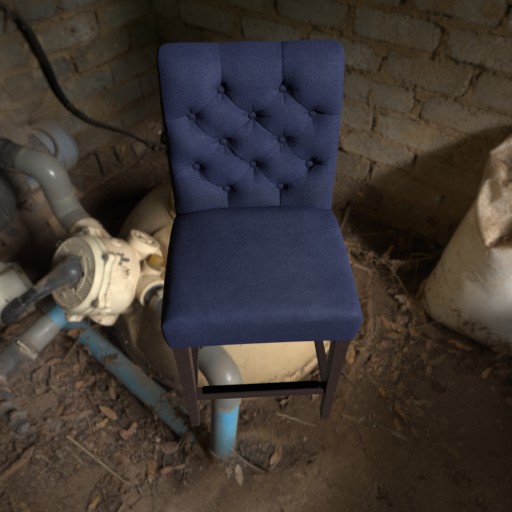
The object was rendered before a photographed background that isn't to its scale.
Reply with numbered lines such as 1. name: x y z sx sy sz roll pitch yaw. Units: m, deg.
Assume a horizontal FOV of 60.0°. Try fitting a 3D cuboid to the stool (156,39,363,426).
1. stool: 0.000 0.000 1.290 0.493 1.010 0.601 -2 47 -2
